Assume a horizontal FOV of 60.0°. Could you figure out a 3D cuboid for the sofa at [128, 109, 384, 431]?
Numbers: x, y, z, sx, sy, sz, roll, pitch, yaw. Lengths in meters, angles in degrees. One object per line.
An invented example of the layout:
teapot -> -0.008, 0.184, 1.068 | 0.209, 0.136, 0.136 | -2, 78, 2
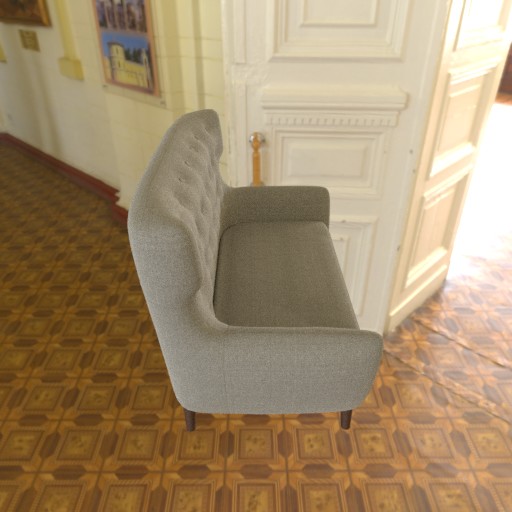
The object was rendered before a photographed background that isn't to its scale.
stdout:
sofa -> 0.000, 0.000, 2.070 | 0.884, 1.028, 1.386 | 0, 32, -1
